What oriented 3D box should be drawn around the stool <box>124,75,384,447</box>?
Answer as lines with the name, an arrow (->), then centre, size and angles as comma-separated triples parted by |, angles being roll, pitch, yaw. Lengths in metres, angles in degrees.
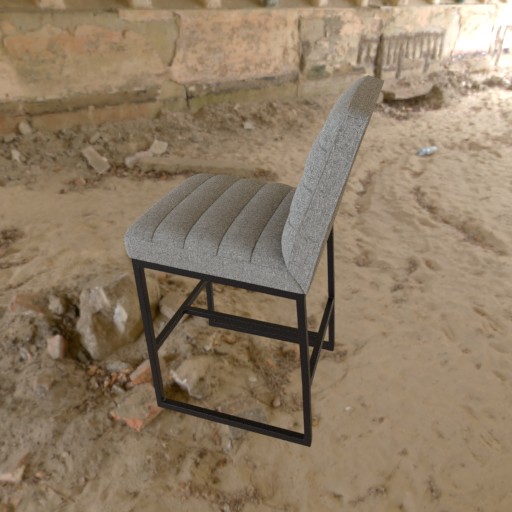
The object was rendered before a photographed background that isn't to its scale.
stool -> 0.000, 0.000, 1.267 | 0.560, 0.940, 0.460 | 9, 31, 15
